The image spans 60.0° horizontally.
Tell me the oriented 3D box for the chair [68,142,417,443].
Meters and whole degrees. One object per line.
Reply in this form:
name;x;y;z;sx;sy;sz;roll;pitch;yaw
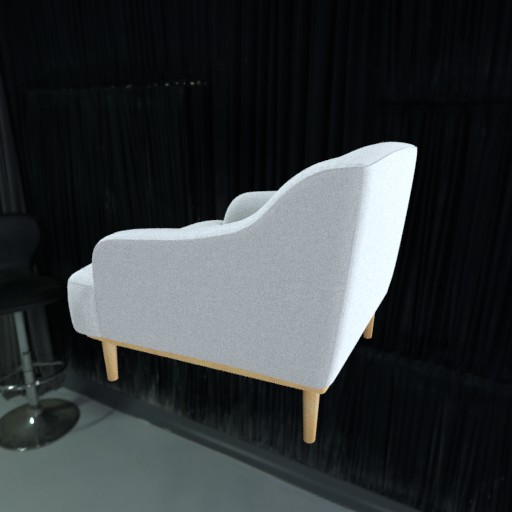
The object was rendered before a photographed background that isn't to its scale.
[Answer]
chair;0.000;0.000;1.620;0.951;0.818;0.946;9;19;26
